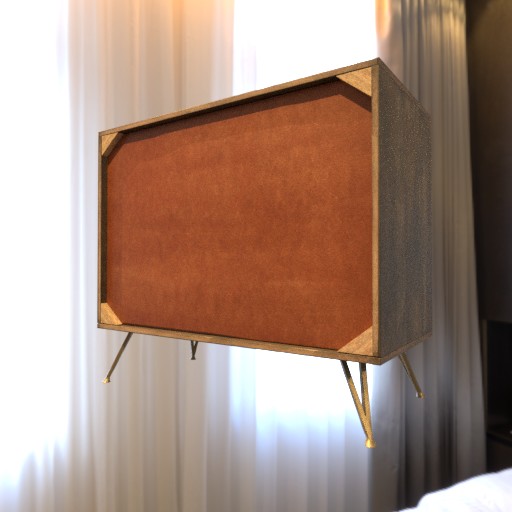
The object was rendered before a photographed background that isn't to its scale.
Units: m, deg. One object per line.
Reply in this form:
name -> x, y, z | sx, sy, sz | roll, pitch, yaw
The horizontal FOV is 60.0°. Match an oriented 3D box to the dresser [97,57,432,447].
dresser -> 0.000, 0.000, 1.350 | 0.923, 0.801, 0.453 | -1, -1, 34
